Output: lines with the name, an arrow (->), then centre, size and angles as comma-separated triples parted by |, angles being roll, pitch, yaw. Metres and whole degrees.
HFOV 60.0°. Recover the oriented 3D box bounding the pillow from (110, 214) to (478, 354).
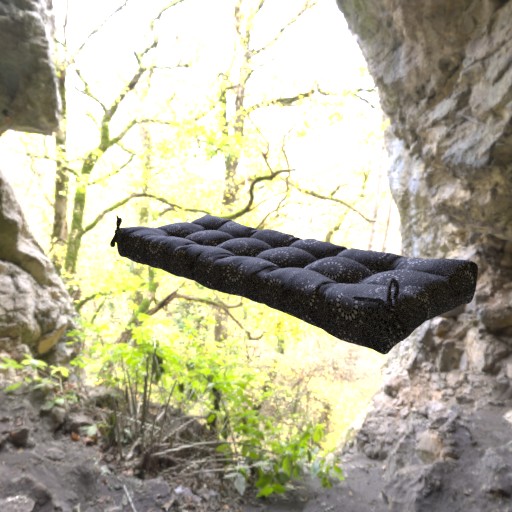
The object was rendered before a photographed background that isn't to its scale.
pillow -> 0.000, 0.000, 1.363 | 0.511, 0.174, 1.194 | -13, 19, -42
